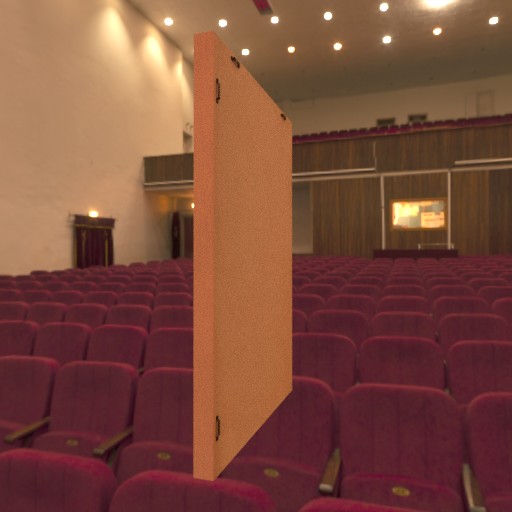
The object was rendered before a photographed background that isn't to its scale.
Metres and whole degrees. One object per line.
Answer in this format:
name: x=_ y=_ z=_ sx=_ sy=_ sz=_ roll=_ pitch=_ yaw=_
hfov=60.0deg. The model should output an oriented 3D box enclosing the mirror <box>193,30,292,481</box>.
mirror: x=0.000 y=0.000 z=0.943 sx=0.040 sy=0.710 sz=0.507 roll=0 pitch=0 yaw=19
